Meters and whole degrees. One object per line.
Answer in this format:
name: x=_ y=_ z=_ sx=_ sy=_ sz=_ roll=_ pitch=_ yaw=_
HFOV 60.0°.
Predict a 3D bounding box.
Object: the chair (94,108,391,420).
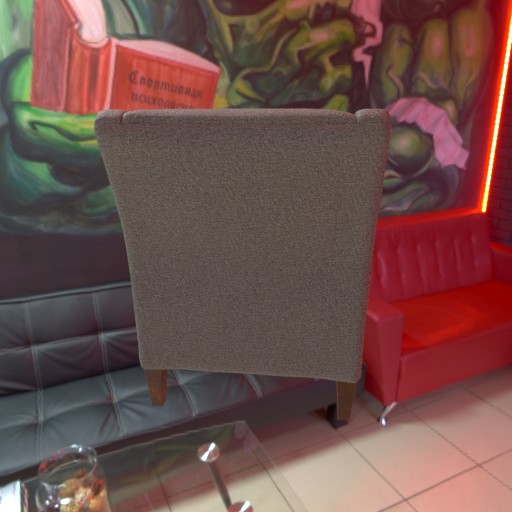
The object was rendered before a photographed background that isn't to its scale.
chair: x=0.000 y=0.000 z=1.636 sx=0.774 sy=1.016 sz=0.870 roll=2 pitch=17 yaw=6
